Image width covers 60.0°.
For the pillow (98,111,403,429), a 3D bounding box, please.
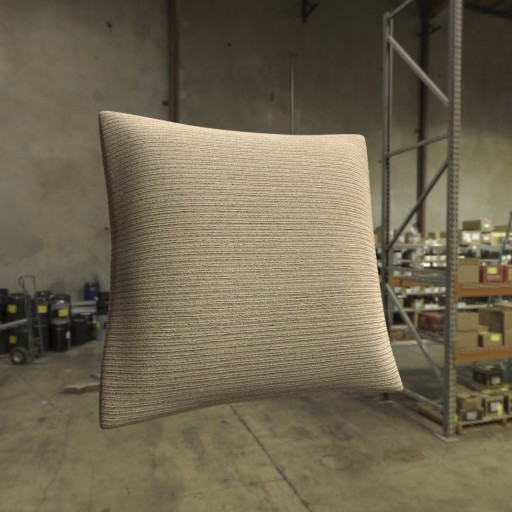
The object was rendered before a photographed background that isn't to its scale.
[{"bbox_3d":[0.000,0.000,0.633,0.424,0.401,0.177,0,1,-19],"label":"pillow"}]
